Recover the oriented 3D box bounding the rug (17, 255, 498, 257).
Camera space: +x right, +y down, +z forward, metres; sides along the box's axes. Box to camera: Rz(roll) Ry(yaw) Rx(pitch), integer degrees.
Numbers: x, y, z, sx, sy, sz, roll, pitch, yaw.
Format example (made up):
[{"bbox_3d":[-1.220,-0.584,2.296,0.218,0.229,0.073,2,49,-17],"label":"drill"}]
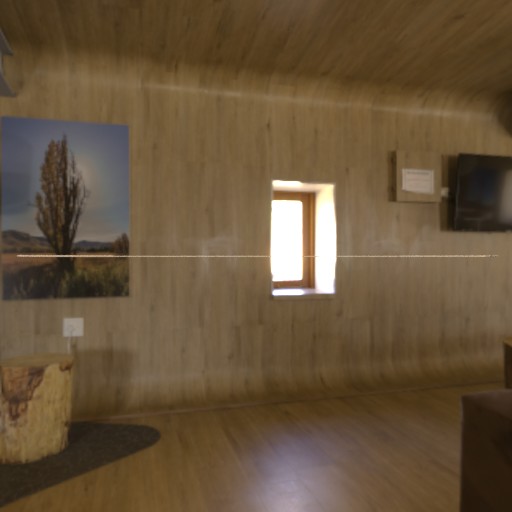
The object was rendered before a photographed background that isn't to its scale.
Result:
[{"bbox_3d":[0.000,0.000,2.496,2.084,0.009,1.222,0,0,0],"label":"rug"}]
